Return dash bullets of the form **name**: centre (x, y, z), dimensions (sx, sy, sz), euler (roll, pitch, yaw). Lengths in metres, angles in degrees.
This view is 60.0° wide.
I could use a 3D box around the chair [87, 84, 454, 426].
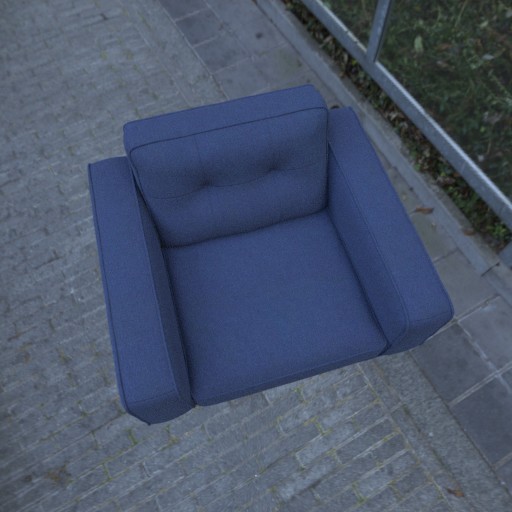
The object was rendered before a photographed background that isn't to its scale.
- **chair**: centre (0.000, 0.000, 1.719), dimensions (1.118, 0.783, 0.953), euler (-14, 65, -7)
